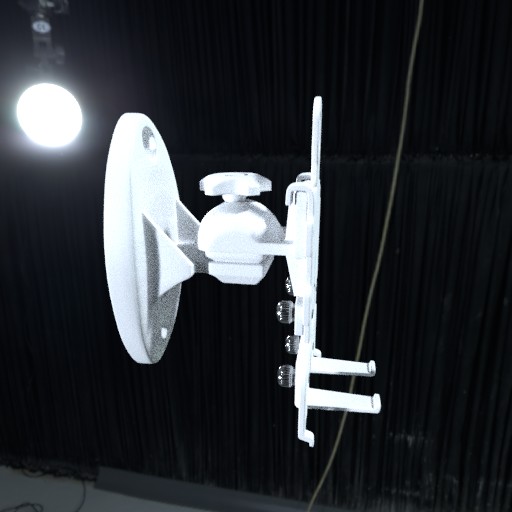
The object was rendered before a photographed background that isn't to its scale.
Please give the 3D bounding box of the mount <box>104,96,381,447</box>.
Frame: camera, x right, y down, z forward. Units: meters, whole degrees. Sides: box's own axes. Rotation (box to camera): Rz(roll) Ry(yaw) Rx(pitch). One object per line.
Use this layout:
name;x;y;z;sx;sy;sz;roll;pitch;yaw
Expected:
mount;0.000;0.000;0.175;0.100;0.118;0.066;3;16;10
